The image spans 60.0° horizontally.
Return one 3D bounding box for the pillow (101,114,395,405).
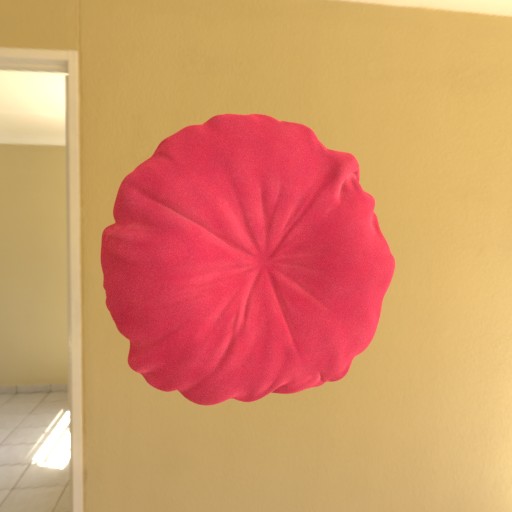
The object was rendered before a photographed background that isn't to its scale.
[{"bbox_3d":[0.000,0.000,0.648,0.428,0.407,0.148,0,1,-18],"label":"pillow"}]
